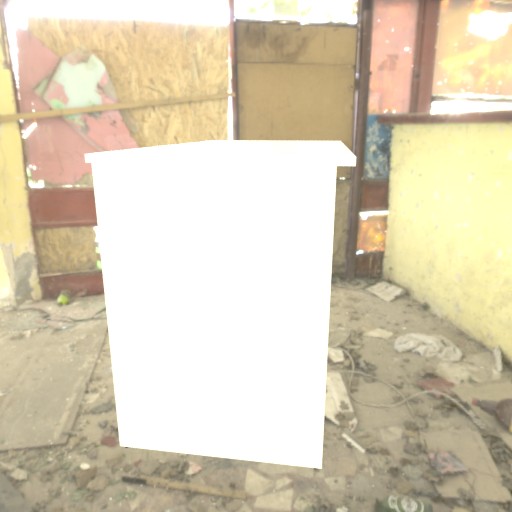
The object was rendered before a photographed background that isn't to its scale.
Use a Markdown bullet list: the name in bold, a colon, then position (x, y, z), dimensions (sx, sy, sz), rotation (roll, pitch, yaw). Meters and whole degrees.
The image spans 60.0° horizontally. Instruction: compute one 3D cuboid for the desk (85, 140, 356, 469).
- **desk**: position (0.000, 0.000, 1.514), dimensions (0.560, 0.735, 1.097), rotation (2, 16, 9)
